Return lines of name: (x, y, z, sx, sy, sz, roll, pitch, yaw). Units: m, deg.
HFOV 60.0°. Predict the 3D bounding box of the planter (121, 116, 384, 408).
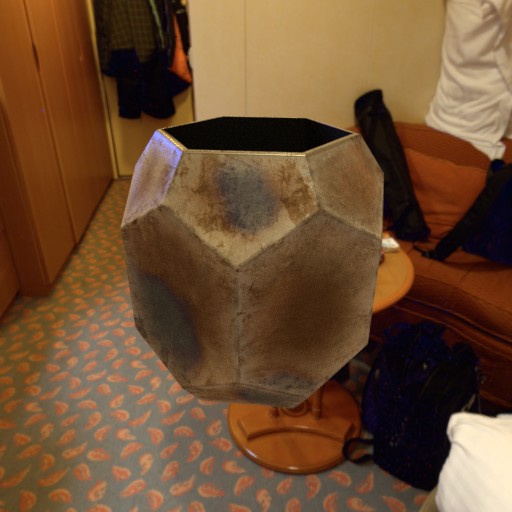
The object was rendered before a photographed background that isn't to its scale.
planter: (0.000, 0.000, 0.431, 0.243, 0.238, 0.221, 18, 32, 32)
